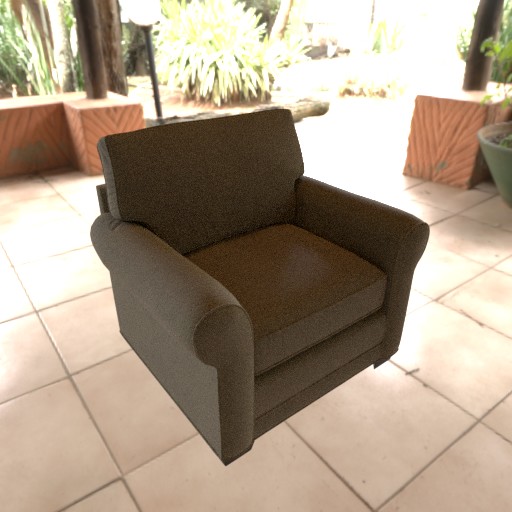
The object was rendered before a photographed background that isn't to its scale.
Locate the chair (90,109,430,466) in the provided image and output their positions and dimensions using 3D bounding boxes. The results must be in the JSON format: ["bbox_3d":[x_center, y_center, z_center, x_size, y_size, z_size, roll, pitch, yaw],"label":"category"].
[{"bbox_3d":[0.000,0.000,1.885,1.147,1.044,0.939,-20,34,-32],"label":"chair"}]
